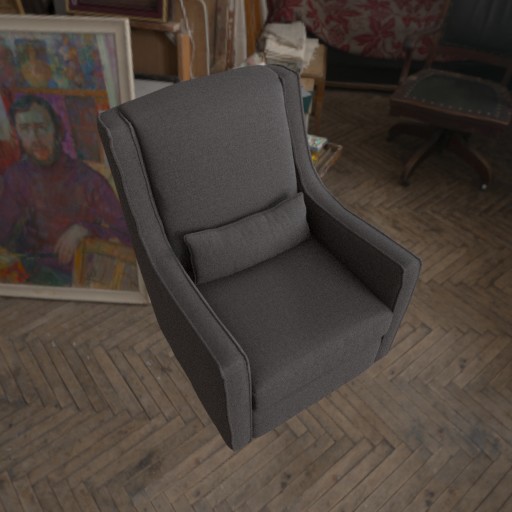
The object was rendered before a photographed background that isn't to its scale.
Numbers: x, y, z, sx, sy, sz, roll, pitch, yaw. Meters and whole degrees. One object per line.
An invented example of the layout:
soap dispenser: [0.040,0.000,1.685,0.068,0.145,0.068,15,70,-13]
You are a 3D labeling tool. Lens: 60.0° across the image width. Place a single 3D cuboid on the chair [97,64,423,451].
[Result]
chair: [0.000,0.000,1.579,0.732,0.993,0.879,-25,52,-21]
